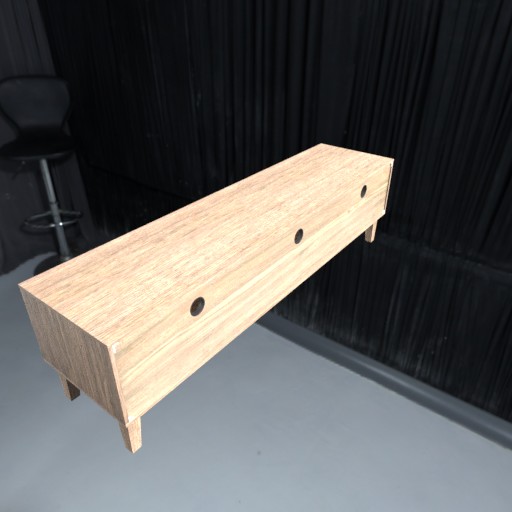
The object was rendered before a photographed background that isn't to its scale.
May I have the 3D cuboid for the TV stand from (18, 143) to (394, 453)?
[{"bbox_3d":[0.000,0.000,1.625,0.366,0.409,1.482,22,38,32],"label":"TV stand"}]
